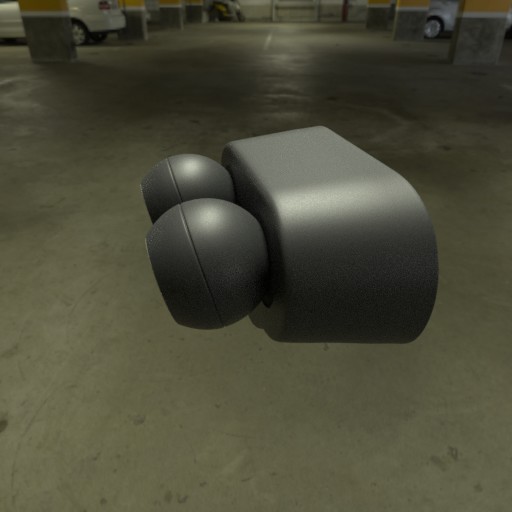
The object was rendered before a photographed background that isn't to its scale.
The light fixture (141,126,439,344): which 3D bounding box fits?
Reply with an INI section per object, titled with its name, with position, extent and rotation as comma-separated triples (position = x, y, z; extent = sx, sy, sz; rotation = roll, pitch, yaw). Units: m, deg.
[light fixture]
position = 0.000, 0.000, 0.343
extent = 0.159, 0.159, 0.229
rotation = -7, 31, -12
